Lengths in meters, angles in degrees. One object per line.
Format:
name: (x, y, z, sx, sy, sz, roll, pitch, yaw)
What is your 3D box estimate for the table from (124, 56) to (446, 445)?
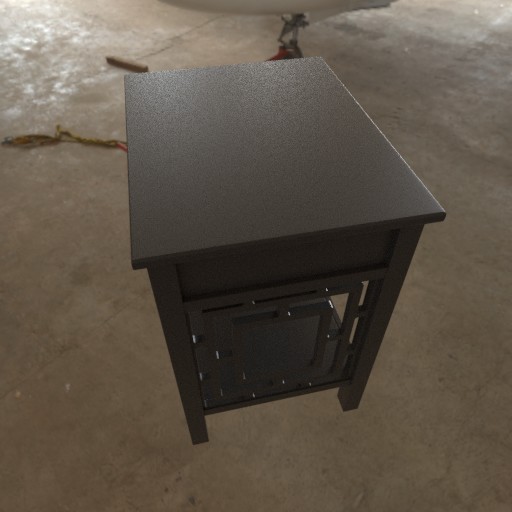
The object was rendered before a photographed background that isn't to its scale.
table: (0.000, 0.000, 1.017, 0.451, 0.646, 0.564, -9, 46, -9)
